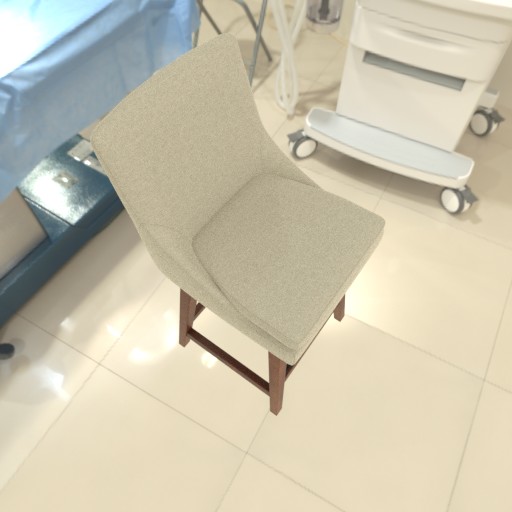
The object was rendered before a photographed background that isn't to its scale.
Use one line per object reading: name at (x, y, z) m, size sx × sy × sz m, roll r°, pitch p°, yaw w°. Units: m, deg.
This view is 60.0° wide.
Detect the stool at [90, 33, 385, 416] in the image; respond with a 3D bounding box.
stool at (0.000, 0.000, 1.293) m, size 0.559 × 0.991 × 0.469 m, roll 32°, pitch 63°, yaw 18°
